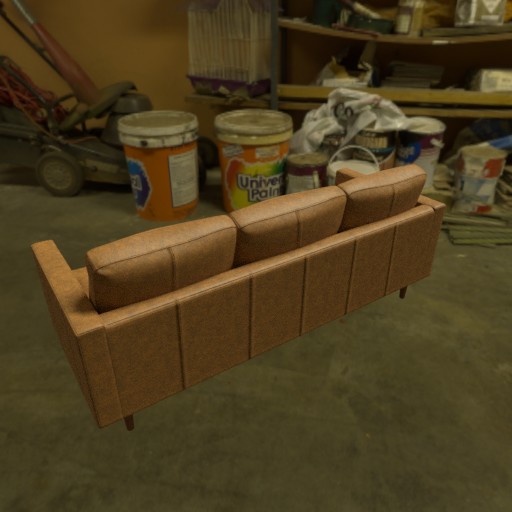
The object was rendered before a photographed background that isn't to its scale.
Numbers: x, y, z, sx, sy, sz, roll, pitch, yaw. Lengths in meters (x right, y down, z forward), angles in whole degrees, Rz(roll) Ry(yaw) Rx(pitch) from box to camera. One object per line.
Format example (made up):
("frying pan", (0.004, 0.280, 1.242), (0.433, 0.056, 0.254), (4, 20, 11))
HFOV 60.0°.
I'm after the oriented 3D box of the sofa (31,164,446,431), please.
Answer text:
("sofa", (0.000, 0.000, 2.617), (2.231, 0.930, 0.903), (-18, 34, -29))
